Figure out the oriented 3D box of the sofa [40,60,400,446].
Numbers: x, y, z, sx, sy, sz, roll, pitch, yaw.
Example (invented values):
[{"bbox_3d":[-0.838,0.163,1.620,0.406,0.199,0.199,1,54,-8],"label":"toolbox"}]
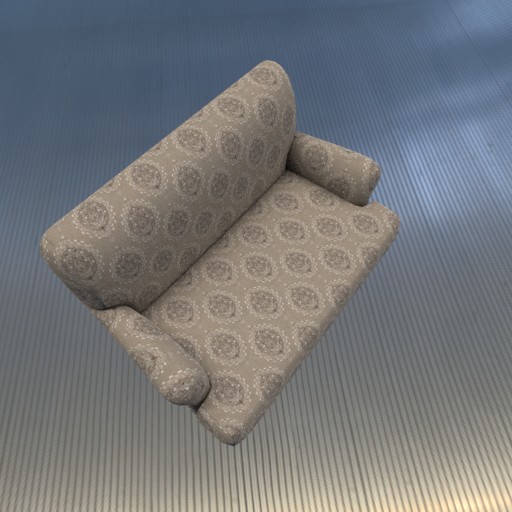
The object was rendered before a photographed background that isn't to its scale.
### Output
[{"bbox_3d":[0.000,0.000,1.811,0.779,0.889,1.297,34,64,19],"label":"sofa"}]
